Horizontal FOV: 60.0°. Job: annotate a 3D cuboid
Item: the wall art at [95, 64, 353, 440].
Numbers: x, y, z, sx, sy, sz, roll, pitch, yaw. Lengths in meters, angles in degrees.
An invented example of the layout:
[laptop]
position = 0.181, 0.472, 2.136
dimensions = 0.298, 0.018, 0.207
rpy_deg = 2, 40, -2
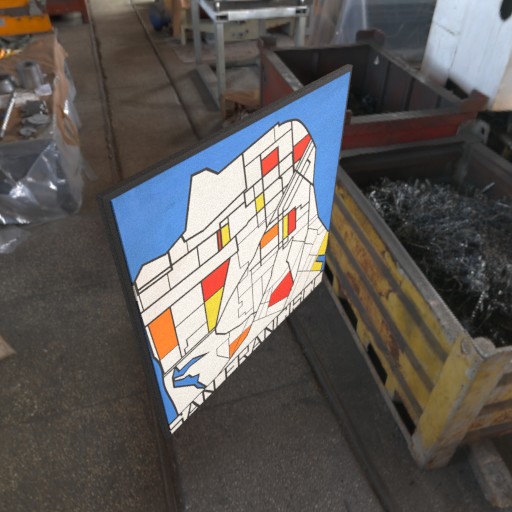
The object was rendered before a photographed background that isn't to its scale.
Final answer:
[wall art]
position = 0.000, 0.000, 0.997
dimensions = 0.015, 0.663, 0.664
rpy_deg = 28, 48, 28
